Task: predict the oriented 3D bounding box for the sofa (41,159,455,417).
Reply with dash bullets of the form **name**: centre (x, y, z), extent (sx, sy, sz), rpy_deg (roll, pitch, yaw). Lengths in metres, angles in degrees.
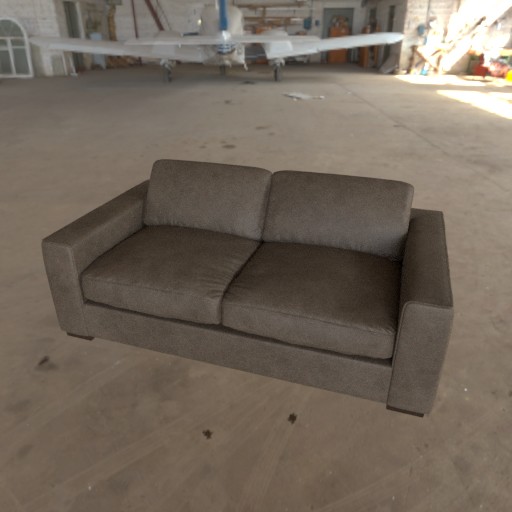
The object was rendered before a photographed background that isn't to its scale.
- **sofa**: centre (0.000, 0.000, 2.414), extent (1.920, 0.800, 1.070), rpy_deg (9, 29, 16)
